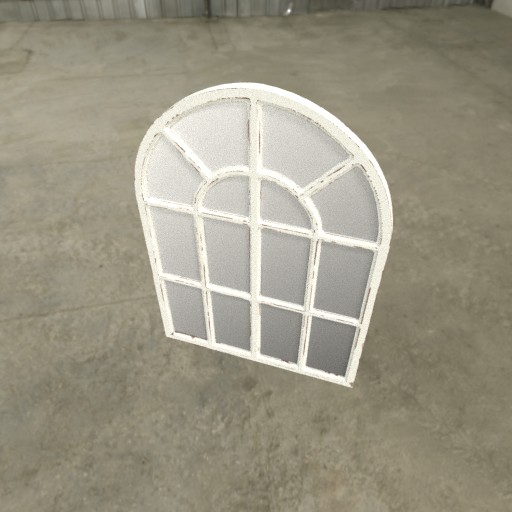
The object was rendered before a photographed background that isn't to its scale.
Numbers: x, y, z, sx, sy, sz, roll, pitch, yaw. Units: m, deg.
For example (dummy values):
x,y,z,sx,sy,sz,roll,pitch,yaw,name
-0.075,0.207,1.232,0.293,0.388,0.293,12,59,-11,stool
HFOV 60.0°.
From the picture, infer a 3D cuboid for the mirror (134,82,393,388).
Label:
x,y,z,sx,sy,sz,roll,pitch,yaw,name
0.000,0.000,1.198,0.660,0.920,0.032,12,43,13,mirror
